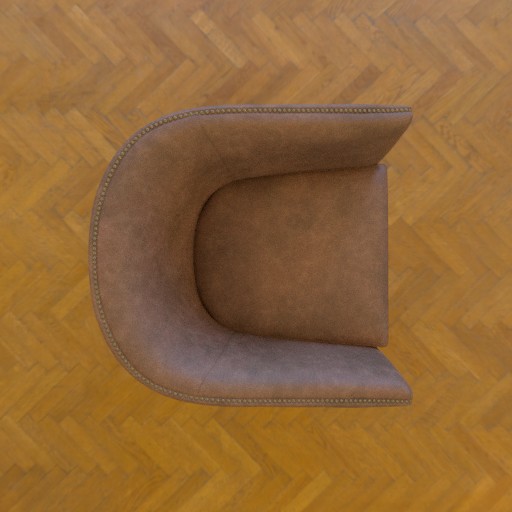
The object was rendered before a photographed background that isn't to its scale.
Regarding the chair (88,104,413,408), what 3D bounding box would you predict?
[{"bbox_3d":[0.000,0.000,1.514,0.870,0.790,0.850,0,90,0],"label":"chair"}]
